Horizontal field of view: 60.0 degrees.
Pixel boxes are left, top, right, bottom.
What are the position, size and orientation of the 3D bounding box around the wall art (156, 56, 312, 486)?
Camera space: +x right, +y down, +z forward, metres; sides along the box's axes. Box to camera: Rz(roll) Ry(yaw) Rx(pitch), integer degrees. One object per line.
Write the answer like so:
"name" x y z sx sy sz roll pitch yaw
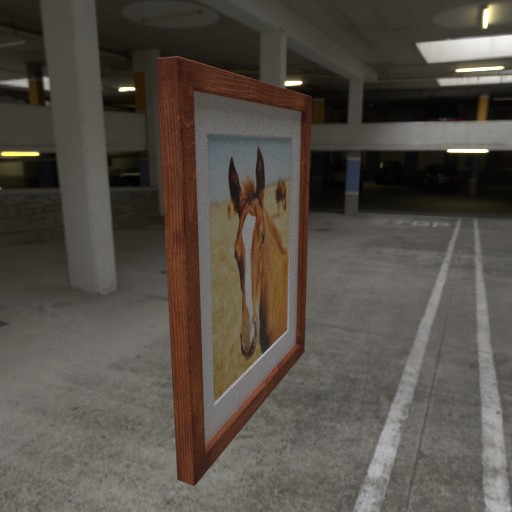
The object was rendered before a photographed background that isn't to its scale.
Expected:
"wall art" 0.000 0.000 0.760 0.030 0.558 0.462 7 15 25
